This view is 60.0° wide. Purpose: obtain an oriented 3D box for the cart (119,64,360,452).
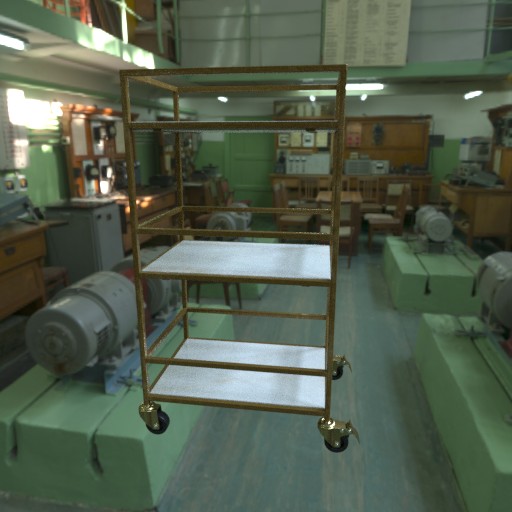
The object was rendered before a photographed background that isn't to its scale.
[{"bbox_3d":[0.000,0.000,1.012,0.483,0.761,0.332,2,15,8],"label":"cart"}]
